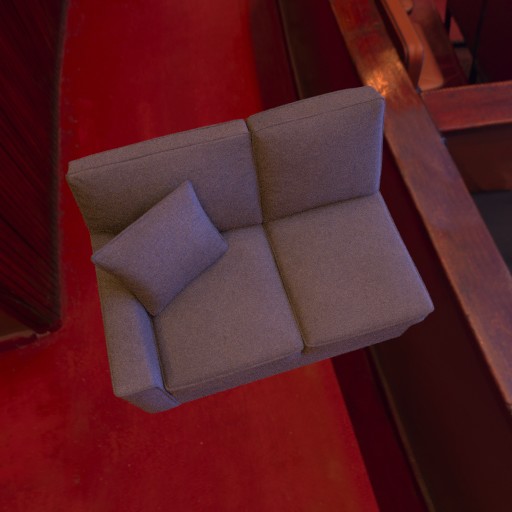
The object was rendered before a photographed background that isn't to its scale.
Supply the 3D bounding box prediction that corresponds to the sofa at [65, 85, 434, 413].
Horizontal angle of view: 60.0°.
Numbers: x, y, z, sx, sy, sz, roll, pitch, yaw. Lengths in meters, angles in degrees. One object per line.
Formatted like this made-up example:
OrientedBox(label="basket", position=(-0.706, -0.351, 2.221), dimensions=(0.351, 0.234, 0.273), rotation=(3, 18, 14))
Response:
OrientedBox(label="sofa", position=(0.000, 0.000, 2.059), dimensions=(1.388, 0.989, 0.991), rotation=(-15, 65, -7))
